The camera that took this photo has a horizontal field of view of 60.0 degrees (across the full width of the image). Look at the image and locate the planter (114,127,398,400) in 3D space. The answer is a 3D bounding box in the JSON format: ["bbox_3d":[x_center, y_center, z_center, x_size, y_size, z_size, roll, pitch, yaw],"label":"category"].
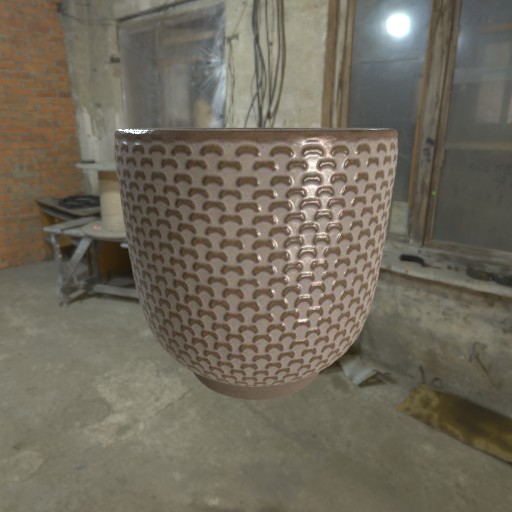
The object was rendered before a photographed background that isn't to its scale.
[{"bbox_3d":[0.000,0.000,0.344,0.197,0.191,0.197,0,16,0],"label":"planter"}]
